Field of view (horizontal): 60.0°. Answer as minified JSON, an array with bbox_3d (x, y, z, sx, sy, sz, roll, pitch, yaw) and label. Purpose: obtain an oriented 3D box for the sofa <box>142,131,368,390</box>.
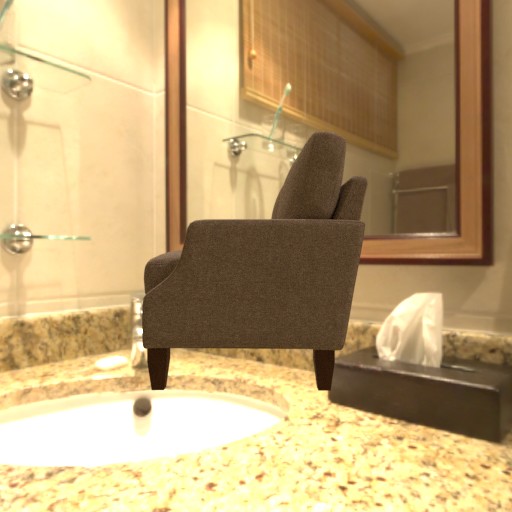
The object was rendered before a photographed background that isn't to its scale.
[{"bbox_3d":[0.000,0.000,2.664,0.888,0.984,2.115,0,0,0],"label":"sofa"}]
